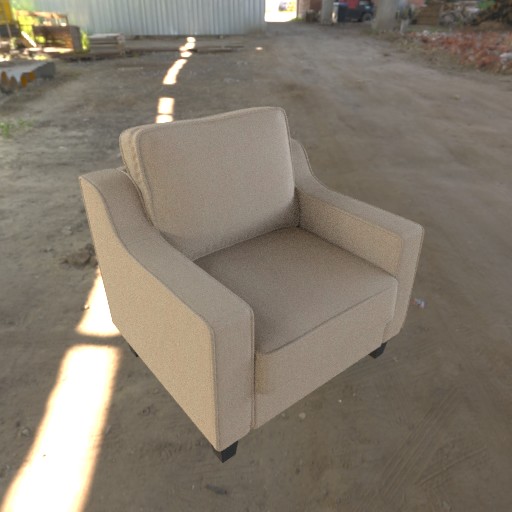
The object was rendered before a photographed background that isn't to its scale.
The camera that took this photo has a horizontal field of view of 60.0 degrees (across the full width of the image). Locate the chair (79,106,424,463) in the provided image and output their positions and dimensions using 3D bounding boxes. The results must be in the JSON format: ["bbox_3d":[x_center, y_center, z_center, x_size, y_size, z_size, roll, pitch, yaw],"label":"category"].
[{"bbox_3d":[0.000,0.000,1.666,0.922,0.948,0.882,-22,36,-33],"label":"chair"}]
